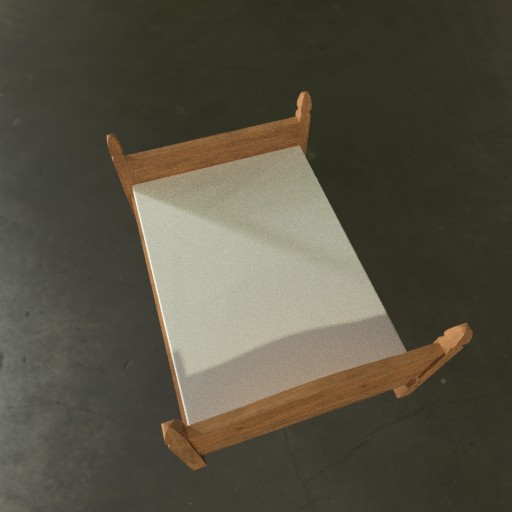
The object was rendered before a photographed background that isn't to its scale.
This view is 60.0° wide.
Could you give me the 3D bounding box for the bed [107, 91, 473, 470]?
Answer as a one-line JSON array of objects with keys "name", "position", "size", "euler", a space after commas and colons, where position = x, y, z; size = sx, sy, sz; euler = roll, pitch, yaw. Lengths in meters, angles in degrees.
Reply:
[{"name": "bed", "position": [0.000, 0.000, 2.892], "size": [1.490, 1.100, 2.069], "euler": [-16, 60, -9]}]
